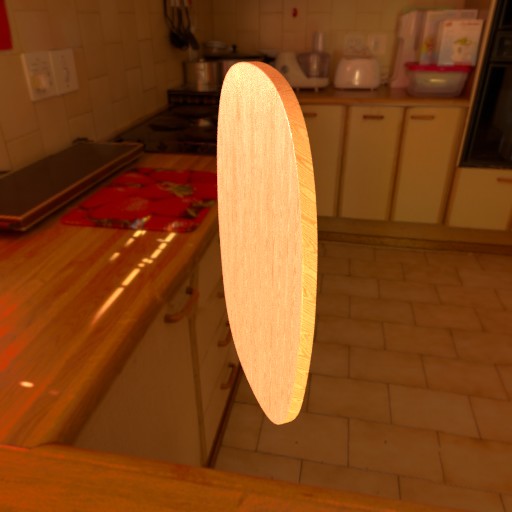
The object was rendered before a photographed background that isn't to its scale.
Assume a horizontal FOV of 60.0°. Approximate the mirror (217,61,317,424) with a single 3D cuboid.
[{"bbox_3d":[0.000,0.000,1.339,0.037,1.075,0.724,-10,30,-17],"label":"mirror"}]
